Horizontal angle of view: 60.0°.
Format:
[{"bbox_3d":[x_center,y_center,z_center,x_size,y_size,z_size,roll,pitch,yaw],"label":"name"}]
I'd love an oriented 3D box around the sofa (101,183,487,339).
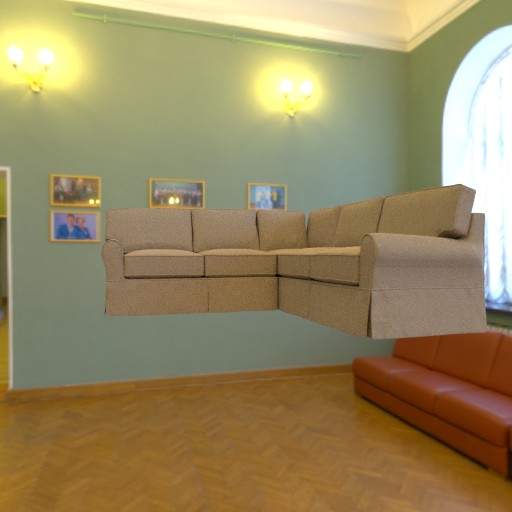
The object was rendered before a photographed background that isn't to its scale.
[{"bbox_3d":[0.000,0.000,4.097,2.730,1.124,2.733,0,0,-18],"label":"sofa"}]
